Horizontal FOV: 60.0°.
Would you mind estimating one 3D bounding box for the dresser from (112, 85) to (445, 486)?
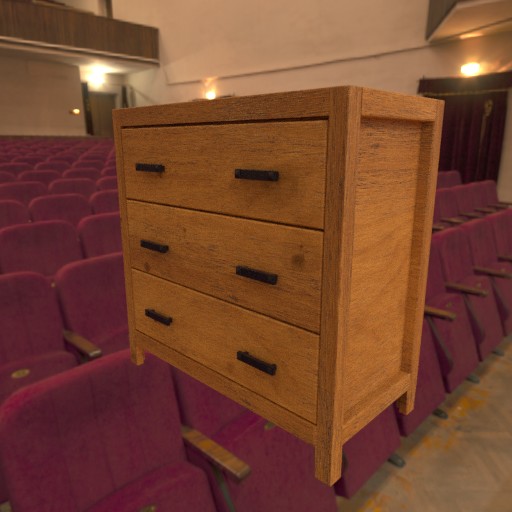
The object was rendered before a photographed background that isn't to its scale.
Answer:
[{"bbox_3d":[0.000,0.000,1.244,0.804,0.804,0.427,13,20,42],"label":"dresser"}]
